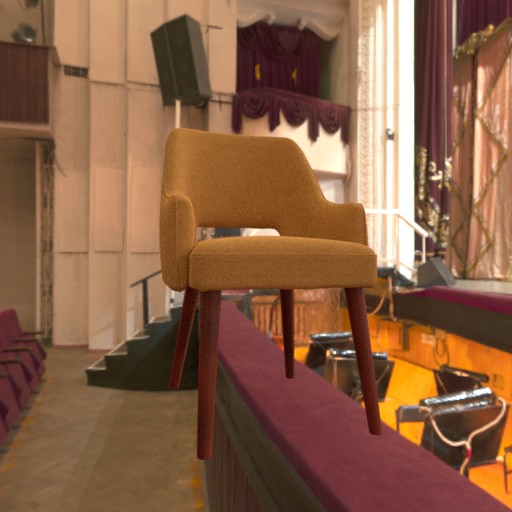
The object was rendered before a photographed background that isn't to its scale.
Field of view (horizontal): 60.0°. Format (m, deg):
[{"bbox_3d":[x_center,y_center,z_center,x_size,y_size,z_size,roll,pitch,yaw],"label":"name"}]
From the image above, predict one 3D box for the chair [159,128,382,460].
[{"bbox_3d":[0.000,0.000,1.271,0.548,0.849,0.605,0,0,-18],"label":"chair"}]
